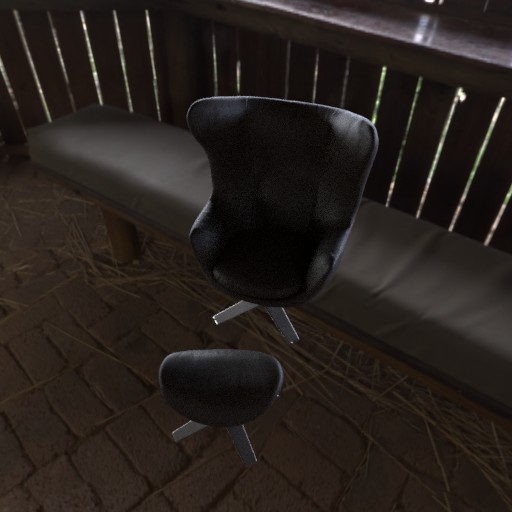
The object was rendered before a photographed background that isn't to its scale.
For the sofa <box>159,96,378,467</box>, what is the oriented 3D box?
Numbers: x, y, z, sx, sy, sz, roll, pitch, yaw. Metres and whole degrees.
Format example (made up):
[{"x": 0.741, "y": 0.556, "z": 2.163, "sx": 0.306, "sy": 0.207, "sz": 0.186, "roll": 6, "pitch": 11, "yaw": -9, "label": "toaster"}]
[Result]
[{"x": 0.000, "y": 0.000, "z": 2.112, "sx": 0.894, "sy": 1.135, "sz": 1.444, "roll": 13, "pitch": 43, "yaw": 14, "label": "sofa"}]
